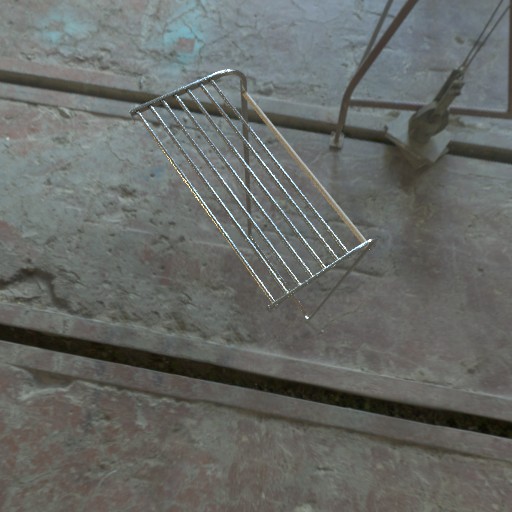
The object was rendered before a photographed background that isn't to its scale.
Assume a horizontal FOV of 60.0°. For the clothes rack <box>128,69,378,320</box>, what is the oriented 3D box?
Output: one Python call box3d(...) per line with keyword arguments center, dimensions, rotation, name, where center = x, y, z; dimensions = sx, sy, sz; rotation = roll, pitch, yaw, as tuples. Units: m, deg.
box3d(center=(0.000, 0.000, 1.809), dimensions=(0.349, 1.574, 0.609), rotation=(-34, 77, -9), name="clothes rack")
